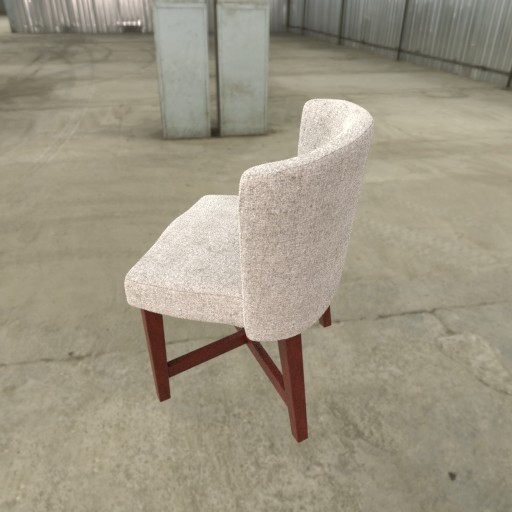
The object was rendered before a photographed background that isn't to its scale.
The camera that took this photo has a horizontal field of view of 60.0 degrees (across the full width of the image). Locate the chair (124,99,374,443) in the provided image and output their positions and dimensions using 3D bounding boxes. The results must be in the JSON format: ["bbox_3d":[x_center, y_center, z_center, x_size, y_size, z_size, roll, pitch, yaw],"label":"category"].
[{"bbox_3d":[0.000,0.000,1.306,0.575,0.827,0.728,8,31,13],"label":"chair"}]
